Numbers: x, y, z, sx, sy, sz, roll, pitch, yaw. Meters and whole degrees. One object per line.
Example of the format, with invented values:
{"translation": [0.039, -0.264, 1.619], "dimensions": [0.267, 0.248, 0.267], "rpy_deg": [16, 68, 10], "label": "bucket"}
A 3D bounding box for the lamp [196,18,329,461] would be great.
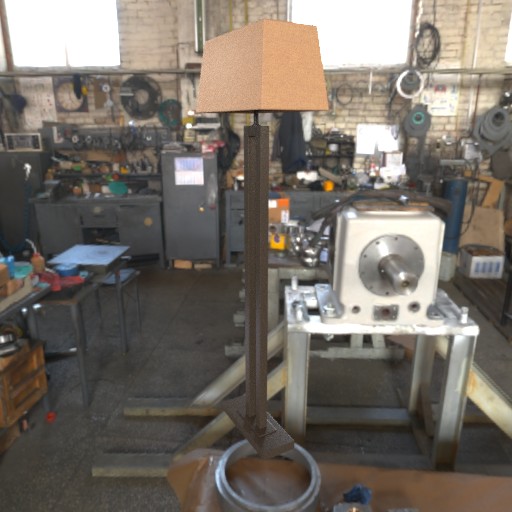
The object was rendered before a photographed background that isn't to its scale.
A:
{"translation": [0.000, 0.000, 1.607], "dimensions": [0.233, 1.469, 0.475], "rpy_deg": [-9, 19, -28], "label": "lamp"}
